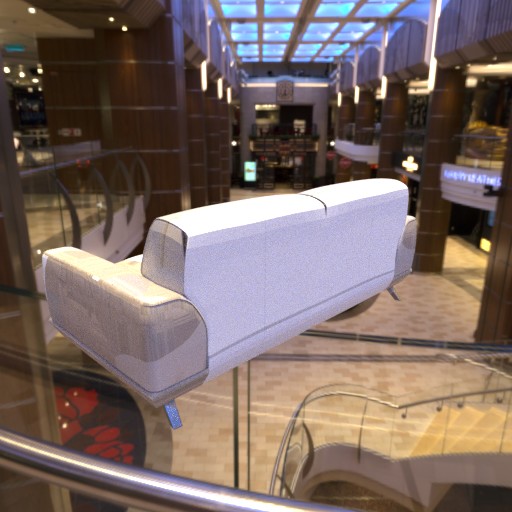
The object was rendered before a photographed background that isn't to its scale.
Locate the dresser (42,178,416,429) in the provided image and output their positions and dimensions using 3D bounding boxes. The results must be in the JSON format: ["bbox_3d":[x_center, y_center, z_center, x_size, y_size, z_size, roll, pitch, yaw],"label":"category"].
[{"bbox_3d":[0.000,0.000,5.825,2.251,1.863,4.679,16,23,42],"label":"dresser"}]
